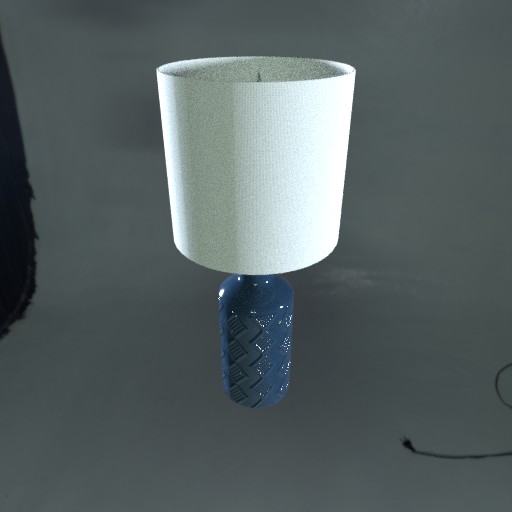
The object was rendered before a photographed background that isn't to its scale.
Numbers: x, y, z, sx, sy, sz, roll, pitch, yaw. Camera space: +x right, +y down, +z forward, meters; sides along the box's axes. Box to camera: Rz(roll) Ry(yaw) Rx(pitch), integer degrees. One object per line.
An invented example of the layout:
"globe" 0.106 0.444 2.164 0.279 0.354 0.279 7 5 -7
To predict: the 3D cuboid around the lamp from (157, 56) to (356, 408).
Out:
"lamp" 0.000 0.000 0.583 0.207 0.461 0.207 1 30 2
